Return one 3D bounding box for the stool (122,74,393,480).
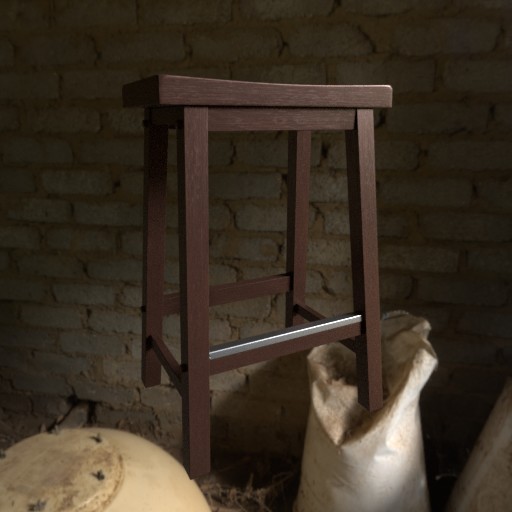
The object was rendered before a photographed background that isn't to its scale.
[{"bbox_3d":[0.000,0.000,0.846,0.406,0.610,0.322,-9,19,-26],"label":"stool"}]
